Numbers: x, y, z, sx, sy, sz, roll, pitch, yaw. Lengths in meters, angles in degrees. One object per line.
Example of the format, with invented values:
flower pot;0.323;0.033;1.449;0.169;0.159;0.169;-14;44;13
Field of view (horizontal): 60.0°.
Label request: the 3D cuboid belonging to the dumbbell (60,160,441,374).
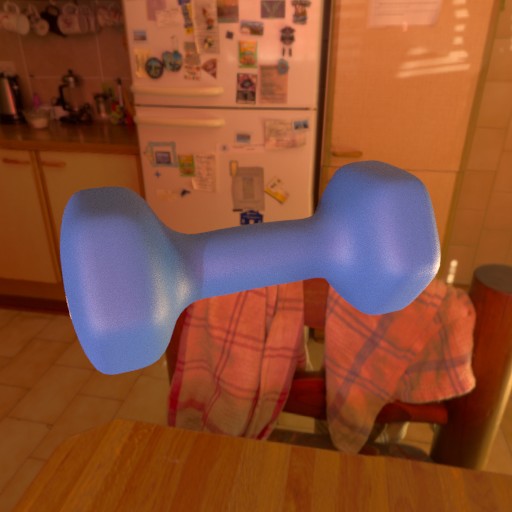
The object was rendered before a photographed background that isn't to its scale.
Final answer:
dumbbell;0.000;0.000;0.266;0.212;0.093;0.103;-9;28;-17
